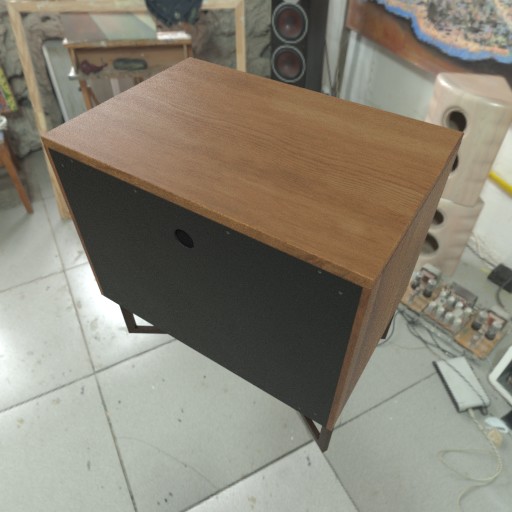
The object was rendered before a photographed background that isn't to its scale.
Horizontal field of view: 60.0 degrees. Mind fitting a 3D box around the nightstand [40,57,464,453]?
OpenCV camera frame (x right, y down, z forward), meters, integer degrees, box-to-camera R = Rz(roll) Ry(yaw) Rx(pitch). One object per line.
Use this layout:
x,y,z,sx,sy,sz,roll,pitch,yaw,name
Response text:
0.000,0.000,0.993,0.613,0.615,0.427,25,50,22,nightstand
